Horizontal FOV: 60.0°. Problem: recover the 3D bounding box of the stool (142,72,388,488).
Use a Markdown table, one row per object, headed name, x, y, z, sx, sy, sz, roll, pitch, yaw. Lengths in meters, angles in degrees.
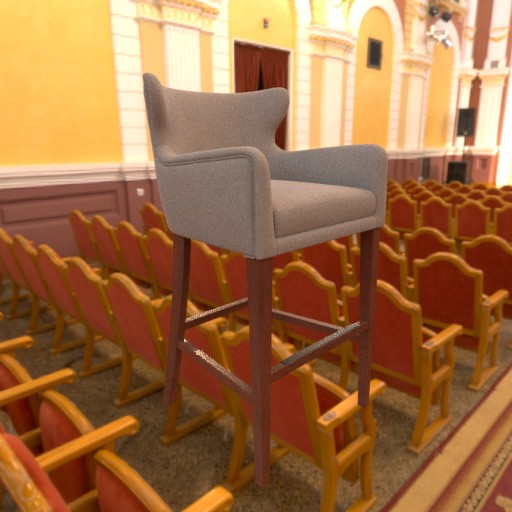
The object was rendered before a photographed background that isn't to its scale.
| name | x | y | z | sx | sy | sz | roll | pitch | yaw |
| --- | --- | --- | --- | --- | --- | --- | --- | --- | --- |
| stool | 0.000 | 0.000 | 1.387 | 0.575 | 1.047 | 0.575 | 14 | 21 | 43 |
